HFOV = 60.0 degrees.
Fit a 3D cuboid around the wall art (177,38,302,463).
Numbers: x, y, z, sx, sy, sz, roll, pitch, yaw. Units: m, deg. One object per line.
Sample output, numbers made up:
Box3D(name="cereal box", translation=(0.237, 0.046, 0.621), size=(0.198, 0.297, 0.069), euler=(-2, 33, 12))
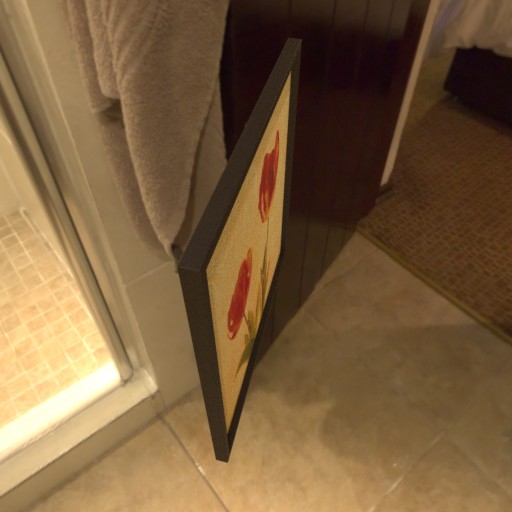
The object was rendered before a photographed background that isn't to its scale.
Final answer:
Box3D(name="wall art", translation=(0.000, 0.000, 1.175), size=(0.043, 0.807, 0.805), euler=(10, 49, 9))
